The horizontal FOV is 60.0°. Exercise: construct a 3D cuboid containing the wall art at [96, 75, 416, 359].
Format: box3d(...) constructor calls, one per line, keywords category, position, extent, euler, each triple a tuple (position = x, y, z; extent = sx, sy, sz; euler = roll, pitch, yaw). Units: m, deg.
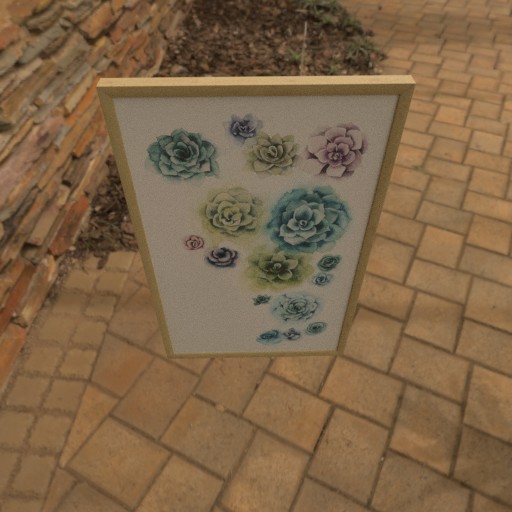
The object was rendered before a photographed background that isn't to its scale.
box3d(category="wall art", position=(0.000, 0.000, 1.003), extent=(0.510, 0.810, 0.039), euler=(-1, 45, -1))
